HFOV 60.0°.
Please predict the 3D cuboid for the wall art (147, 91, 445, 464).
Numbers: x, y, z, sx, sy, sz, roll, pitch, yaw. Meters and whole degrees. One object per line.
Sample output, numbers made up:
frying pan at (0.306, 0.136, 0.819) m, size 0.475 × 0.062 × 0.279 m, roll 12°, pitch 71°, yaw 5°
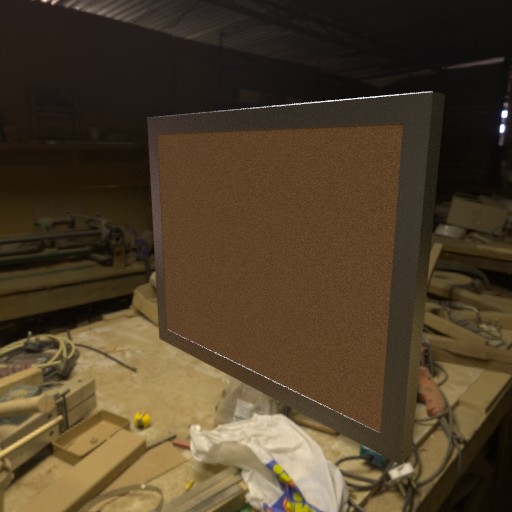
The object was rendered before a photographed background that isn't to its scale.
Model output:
wall art at (0.000, 0.000, 0.722) m, size 0.557 × 0.456 × 0.032 m, roll 13°, pitch 19°, yaw 43°
